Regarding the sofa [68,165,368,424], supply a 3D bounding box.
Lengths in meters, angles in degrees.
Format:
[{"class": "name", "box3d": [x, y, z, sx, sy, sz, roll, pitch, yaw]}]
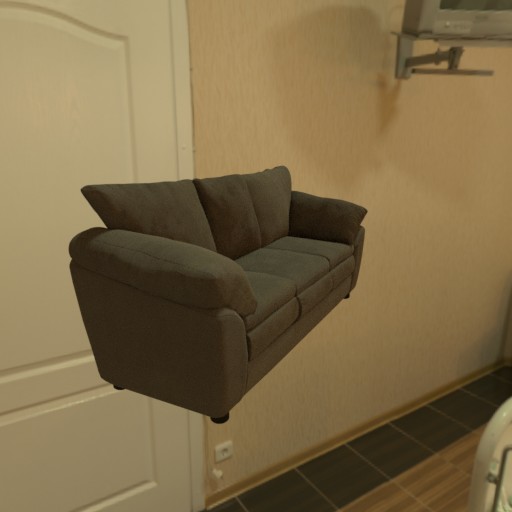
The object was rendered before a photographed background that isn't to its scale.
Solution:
[{"class": "sofa", "box3d": [0.000, 0.000, 2.902, 0.878, 1.073, 2.336, 7, 16, 27]}]
